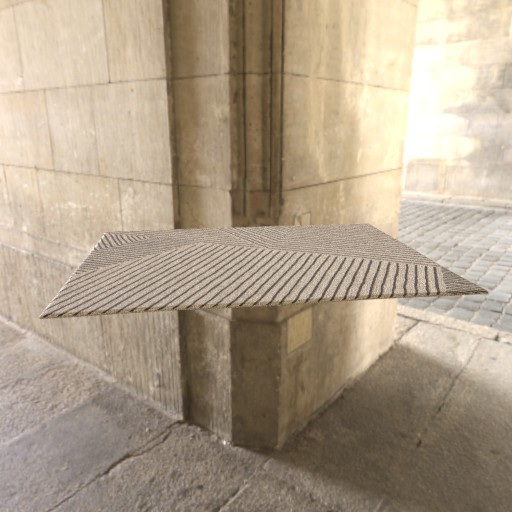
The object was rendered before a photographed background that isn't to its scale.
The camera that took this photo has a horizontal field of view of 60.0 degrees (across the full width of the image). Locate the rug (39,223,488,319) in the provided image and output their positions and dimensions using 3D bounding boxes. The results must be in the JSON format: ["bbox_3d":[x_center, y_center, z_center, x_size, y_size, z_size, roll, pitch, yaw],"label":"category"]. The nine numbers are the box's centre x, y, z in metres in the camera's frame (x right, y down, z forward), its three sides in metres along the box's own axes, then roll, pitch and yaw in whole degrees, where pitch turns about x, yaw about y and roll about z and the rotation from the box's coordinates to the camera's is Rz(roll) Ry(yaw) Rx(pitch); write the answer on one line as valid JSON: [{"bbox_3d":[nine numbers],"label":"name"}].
[{"bbox_3d":[0.000,0.000,3.237,2.449,0.028,1.829,-2,17,-8],"label":"rug"}]
